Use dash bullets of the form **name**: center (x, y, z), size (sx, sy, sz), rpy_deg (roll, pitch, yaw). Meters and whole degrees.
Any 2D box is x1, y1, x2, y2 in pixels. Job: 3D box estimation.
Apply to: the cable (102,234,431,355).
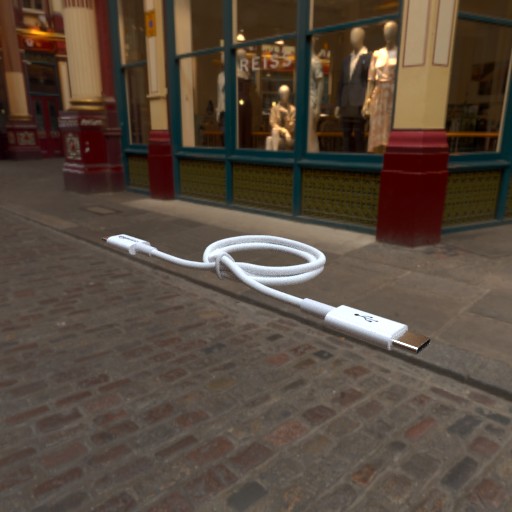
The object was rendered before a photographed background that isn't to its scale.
- **cable**: center (0.000, 0.000, 0.229), size (0.203, 0.014, 0.070), rpy_deg (15, 23, 41)
